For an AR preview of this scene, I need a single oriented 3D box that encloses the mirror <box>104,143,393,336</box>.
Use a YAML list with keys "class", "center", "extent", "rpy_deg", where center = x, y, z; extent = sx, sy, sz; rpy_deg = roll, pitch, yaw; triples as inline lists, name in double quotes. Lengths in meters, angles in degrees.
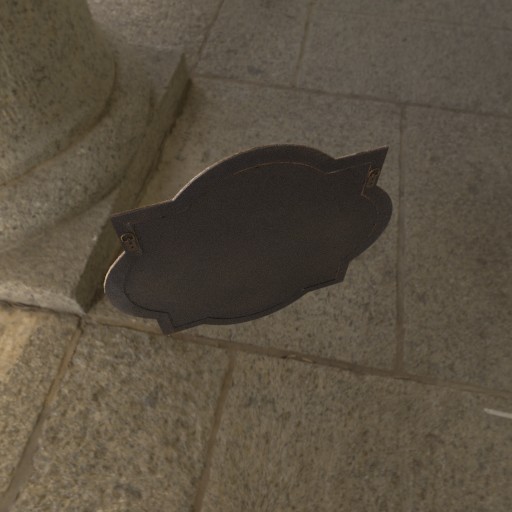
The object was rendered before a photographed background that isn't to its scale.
- class: "mirror"
  center: [0.000, 0.000, 1.056]
  extent: [0.686, 0.686, 0.019]
  rpy_deg: [-16, 59, -10]
